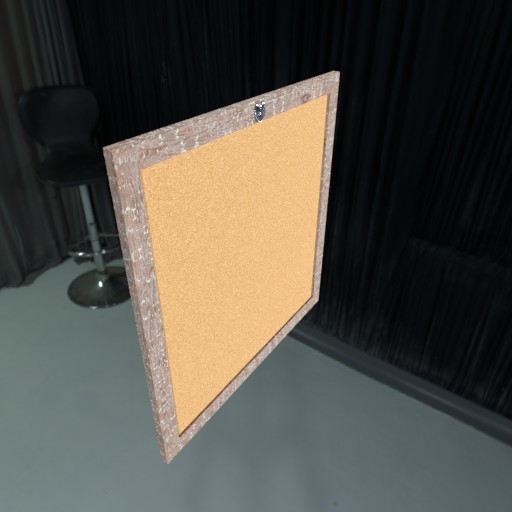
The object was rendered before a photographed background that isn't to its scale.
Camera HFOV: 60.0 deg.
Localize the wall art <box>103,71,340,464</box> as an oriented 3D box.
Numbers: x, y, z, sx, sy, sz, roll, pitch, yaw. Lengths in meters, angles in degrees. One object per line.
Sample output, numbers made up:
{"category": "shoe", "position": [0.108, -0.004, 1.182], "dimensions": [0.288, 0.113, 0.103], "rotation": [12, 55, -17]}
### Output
{"category": "wall art", "position": [0.000, 0.000, 0.561], "dimensions": [0.012, 0.384, 0.384], "rotation": [20, 37, 29]}
